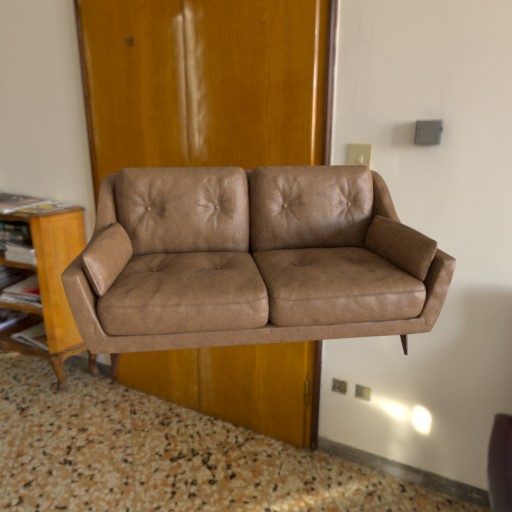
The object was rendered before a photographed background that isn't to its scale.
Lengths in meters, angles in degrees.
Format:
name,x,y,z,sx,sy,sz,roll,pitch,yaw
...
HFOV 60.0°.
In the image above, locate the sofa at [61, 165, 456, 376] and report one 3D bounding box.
name,x,y,z,sx,sy,sz,roll,pitch,yaw
sofa,0.000,0.000,2.365,1.731,0.886,0.981,-2,17,-7
